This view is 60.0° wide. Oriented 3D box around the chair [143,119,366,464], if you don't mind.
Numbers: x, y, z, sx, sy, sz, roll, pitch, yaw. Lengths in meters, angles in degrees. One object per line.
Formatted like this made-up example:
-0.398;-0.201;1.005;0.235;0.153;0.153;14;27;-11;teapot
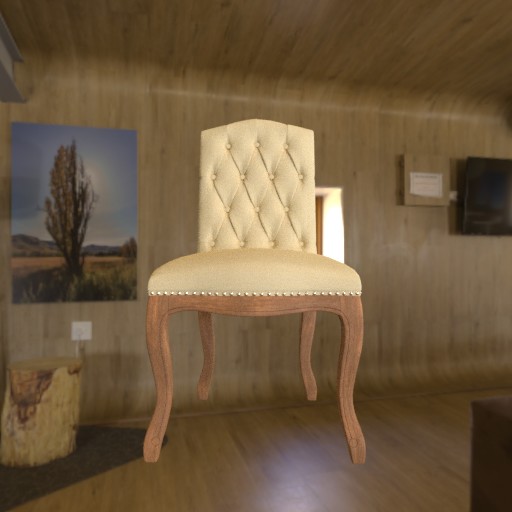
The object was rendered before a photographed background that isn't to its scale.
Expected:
0.000;0.000;1.570;0.623;1.165;0.715;0;-1;1;chair
